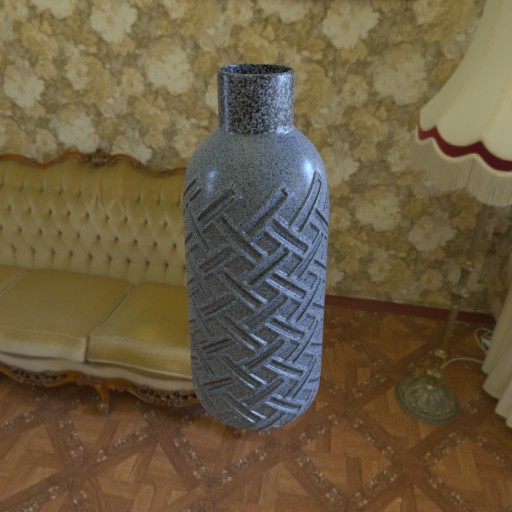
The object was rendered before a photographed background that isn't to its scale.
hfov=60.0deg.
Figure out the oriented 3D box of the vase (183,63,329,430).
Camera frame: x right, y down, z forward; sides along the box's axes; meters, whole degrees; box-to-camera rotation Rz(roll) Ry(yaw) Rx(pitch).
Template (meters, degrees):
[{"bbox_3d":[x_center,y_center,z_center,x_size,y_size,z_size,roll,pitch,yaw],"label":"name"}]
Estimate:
[{"bbox_3d":[0.000,0.000,0.360,0.122,0.282,0.122,0,31,0],"label":"vase"}]
